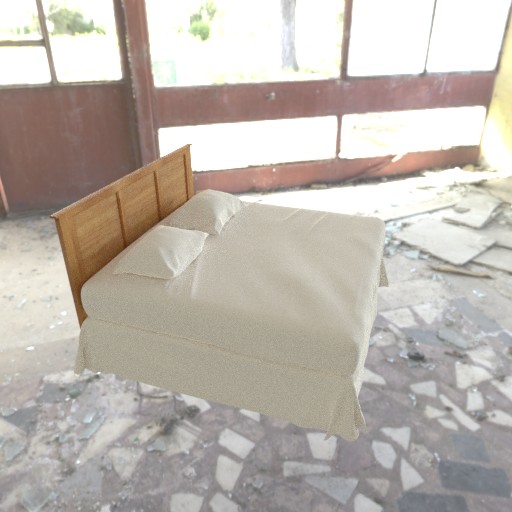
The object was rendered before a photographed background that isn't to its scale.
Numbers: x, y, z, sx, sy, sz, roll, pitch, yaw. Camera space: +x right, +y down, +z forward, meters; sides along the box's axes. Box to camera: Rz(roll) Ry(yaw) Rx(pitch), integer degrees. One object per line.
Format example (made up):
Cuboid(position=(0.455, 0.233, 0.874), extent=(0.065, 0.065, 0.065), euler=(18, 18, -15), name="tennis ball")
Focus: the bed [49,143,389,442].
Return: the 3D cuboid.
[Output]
Cuboid(position=(0.000, 0.000, 3.748), extent=(2.215, 1.270, 2.317), euler=(9, 30, 17), name="bed")
